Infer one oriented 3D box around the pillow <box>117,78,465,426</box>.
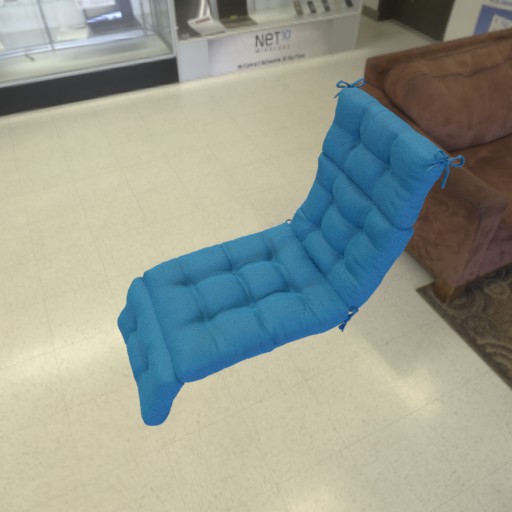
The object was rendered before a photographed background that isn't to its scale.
[{"bbox_3d":[0.000,0.000,1.486,1.016,0.863,0.526,-17,49,-16],"label":"pillow"}]
